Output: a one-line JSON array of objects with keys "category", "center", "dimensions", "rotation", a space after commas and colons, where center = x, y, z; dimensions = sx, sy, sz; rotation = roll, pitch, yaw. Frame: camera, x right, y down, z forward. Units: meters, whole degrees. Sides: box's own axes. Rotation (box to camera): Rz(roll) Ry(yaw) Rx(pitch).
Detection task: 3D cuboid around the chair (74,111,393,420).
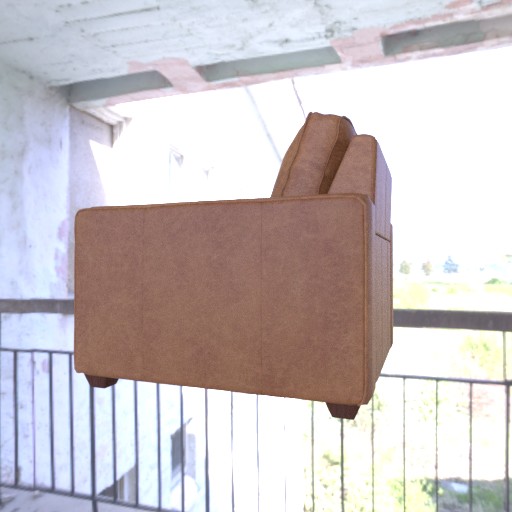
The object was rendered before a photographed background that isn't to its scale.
[{"category": "chair", "center": [0.000, 0.000, 1.755], "dimensions": [1.027, 0.901, 0.987], "rotation": [0, -1, 18]}]
